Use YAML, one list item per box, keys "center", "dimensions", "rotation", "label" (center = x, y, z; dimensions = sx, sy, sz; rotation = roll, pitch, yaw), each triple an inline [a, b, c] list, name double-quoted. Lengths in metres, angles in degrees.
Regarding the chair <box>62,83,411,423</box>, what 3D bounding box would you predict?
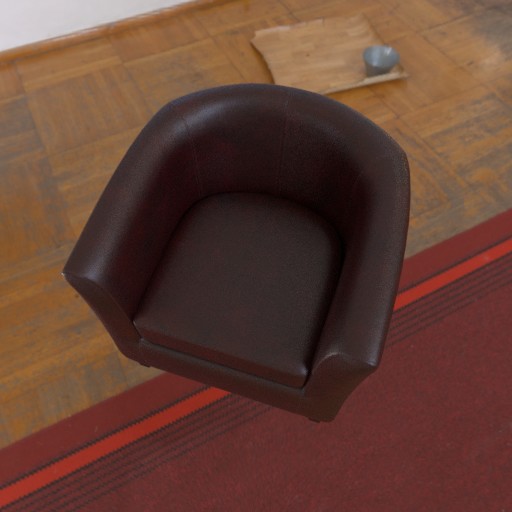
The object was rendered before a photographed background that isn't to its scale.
- center: [0.000, 0.000, 1.391]
  dimensions: [0.792, 0.756, 0.727]
  rotation: [15, 57, 10]
  label: "chair"
